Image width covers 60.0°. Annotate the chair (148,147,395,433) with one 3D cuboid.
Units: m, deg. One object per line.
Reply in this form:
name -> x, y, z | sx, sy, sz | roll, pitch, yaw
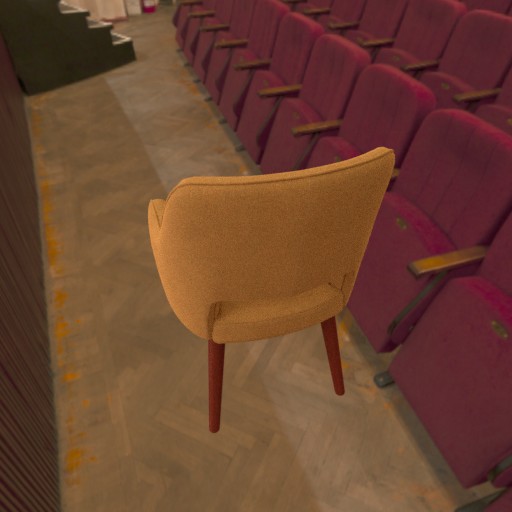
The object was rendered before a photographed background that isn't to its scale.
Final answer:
chair -> 0.000, 0.000, 1.246 | 0.548, 0.849, 0.605 | -12, 42, -13
